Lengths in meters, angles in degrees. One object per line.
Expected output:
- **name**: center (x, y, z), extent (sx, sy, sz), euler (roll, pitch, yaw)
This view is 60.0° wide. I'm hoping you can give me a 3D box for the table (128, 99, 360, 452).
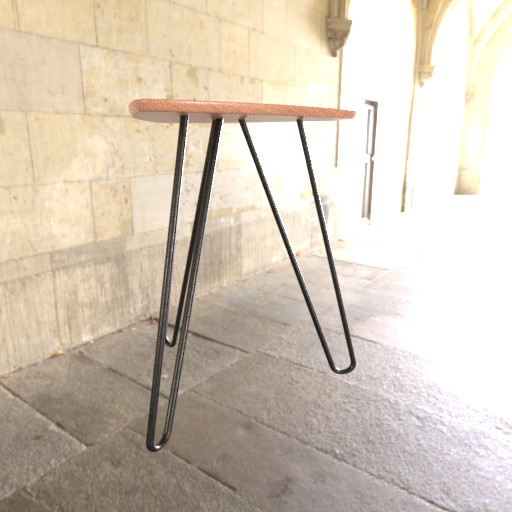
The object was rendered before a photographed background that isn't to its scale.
- **table**: center (0.000, 0.000, 0.902), extent (0.455, 0.564, 0.442), euler (-2, 15, -8)
